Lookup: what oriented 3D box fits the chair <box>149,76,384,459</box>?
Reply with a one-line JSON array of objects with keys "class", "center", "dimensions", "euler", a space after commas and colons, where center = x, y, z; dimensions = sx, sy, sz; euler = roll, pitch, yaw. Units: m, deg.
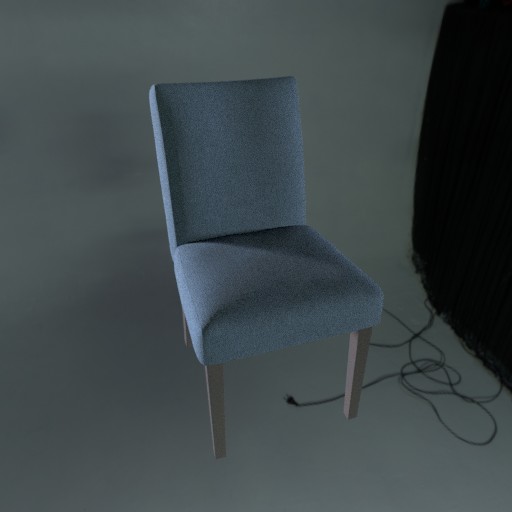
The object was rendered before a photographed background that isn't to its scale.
[{"class": "chair", "center": [0.000, 0.000, 1.290], "dimensions": [0.487, 0.882, 0.629], "euler": [-10, 33, -16]}]
